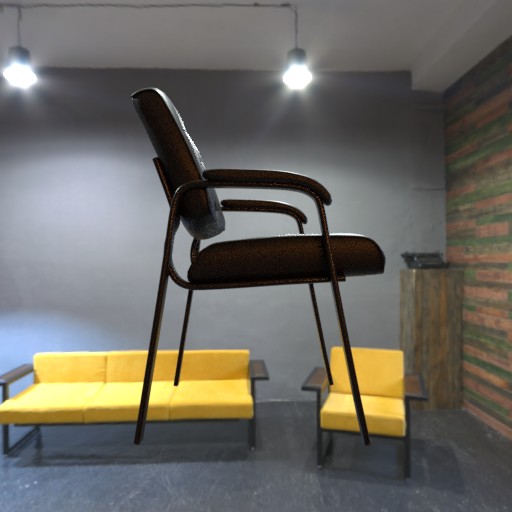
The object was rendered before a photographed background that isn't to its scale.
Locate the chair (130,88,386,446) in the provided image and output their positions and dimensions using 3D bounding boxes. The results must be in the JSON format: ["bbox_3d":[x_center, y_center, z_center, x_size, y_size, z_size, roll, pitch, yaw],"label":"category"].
[{"bbox_3d":[0.000,0.000,1.330,0.668,0.910,0.591,0,-1,0],"label":"chair"}]
